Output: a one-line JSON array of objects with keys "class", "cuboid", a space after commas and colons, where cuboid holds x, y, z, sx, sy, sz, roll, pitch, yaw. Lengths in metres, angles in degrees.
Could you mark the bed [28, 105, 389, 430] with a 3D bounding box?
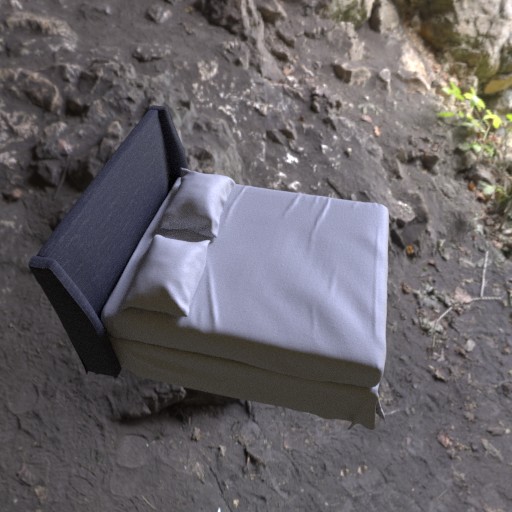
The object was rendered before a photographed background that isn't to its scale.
[{"class": "bed", "cuboid": [0.000, 0.000, 3.451, 2.276, 1.332, 1.925, 9, 47, 9]}]
